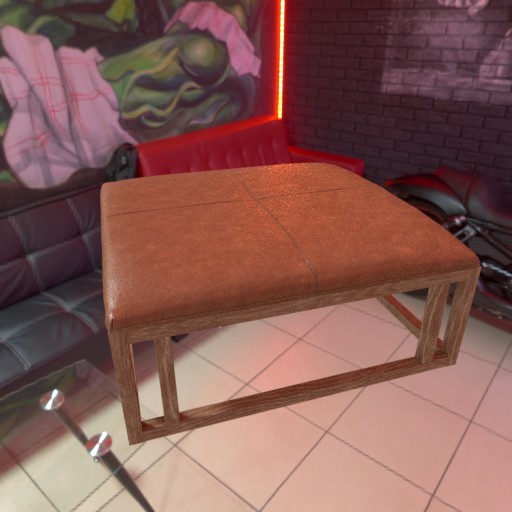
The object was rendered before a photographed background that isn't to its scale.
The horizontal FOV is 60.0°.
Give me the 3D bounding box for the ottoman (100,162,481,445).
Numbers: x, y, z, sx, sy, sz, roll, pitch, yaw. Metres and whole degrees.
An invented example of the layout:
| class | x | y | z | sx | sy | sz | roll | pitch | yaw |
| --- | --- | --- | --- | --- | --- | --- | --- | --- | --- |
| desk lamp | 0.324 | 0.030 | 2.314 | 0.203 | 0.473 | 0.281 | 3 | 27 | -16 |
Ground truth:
| class | x | y | z | sx | sy | sz | roll | pitch | yaw |
| --- | --- | --- | --- | --- | --- | --- | --- | --- | --- |
| ottoman | 0.000 | 0.000 | 1.597 | 1.016 | 0.442 | 1.013 | -8 | 29 | -16 |
